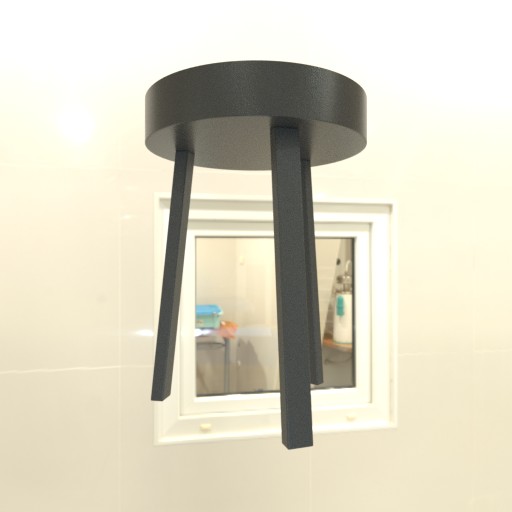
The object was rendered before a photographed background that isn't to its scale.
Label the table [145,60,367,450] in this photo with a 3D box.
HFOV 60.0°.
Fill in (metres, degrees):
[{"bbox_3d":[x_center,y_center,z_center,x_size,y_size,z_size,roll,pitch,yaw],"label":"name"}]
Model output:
[{"bbox_3d":[0.000,0.000,0.836,0.406,0.559,0.406,0,0,0],"label":"table"}]
